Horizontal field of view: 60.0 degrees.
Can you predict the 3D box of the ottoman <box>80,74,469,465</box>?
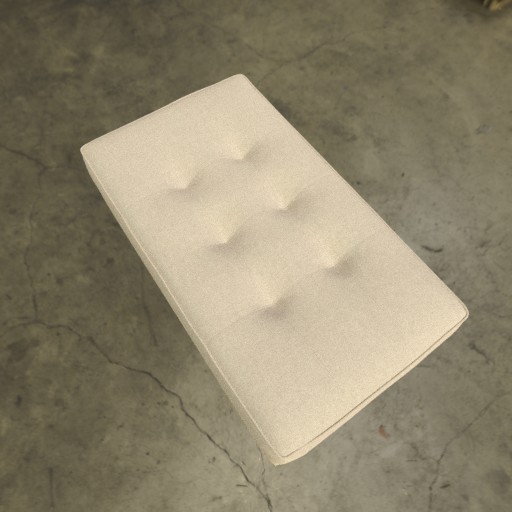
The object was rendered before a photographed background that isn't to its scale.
[{"bbox_3d":[0.000,0.000,1.469,0.648,0.508,1.143,-31,66,-15],"label":"ottoman"}]
